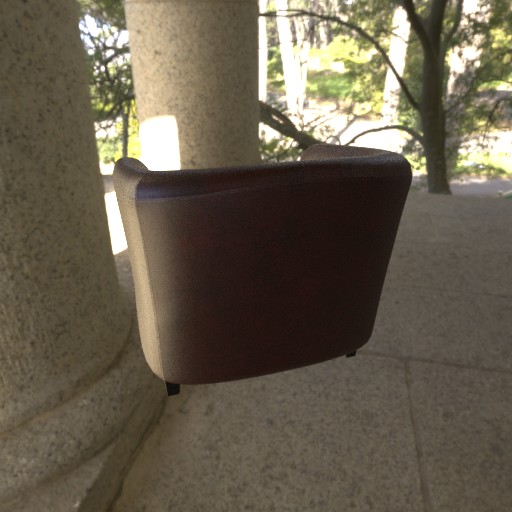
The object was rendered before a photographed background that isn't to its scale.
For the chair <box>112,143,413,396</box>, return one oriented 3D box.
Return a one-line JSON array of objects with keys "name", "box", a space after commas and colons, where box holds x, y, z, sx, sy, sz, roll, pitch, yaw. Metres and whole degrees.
[{"name": "chair", "box": [0.000, 0.000, 1.394, 0.792, 0.756, 0.727, -8, 27, -16]}]
